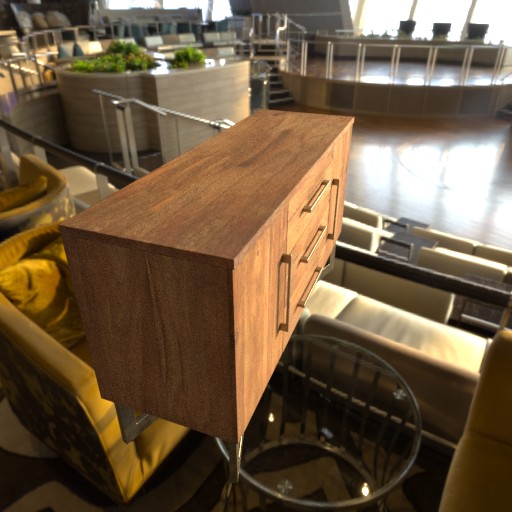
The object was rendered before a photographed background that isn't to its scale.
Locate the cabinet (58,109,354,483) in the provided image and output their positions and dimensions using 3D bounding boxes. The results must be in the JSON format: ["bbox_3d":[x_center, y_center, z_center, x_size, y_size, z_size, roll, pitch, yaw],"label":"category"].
[{"bbox_3d":[0.000,0.000,1.735,0.480,0.812,1.373,11,32,18],"label":"cabinet"}]
